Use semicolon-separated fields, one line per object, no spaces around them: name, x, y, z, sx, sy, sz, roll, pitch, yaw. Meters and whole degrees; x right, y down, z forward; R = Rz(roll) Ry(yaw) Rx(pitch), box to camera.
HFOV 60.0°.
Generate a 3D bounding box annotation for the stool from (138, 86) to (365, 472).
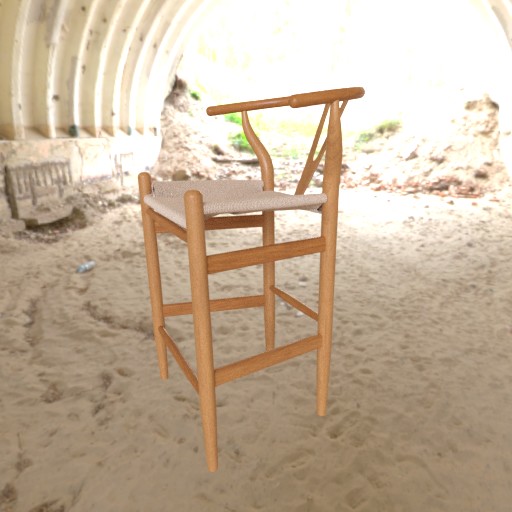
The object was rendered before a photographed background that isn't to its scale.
stool;0.000;0.000;1.346;0.579;0.970;0.569;-7;17;-25
